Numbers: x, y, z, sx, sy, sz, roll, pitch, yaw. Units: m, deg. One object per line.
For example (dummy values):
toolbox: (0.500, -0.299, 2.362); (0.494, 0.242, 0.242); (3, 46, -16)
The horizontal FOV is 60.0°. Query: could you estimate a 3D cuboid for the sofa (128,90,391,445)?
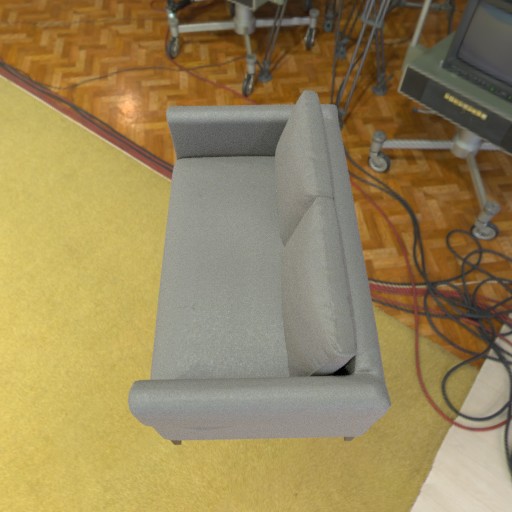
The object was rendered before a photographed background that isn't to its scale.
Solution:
sofa: (0.000, 0.000, 2.126); (0.899, 0.873, 1.598); (-1, 57, -1)
